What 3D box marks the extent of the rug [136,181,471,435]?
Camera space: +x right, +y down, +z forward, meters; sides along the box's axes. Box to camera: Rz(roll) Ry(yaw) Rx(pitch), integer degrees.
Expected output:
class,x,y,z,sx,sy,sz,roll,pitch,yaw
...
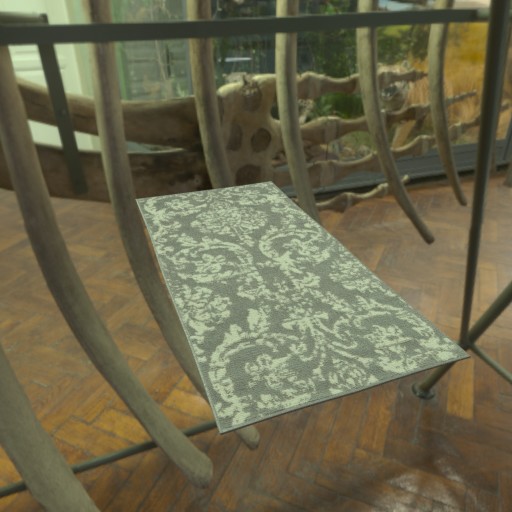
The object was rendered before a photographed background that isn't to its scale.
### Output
class,x,y,z,sx,sy,sz,roll,pitch,yaw
rug,0.000,0.000,1.425,0.604,0.007,1.219,-11,32,-18
